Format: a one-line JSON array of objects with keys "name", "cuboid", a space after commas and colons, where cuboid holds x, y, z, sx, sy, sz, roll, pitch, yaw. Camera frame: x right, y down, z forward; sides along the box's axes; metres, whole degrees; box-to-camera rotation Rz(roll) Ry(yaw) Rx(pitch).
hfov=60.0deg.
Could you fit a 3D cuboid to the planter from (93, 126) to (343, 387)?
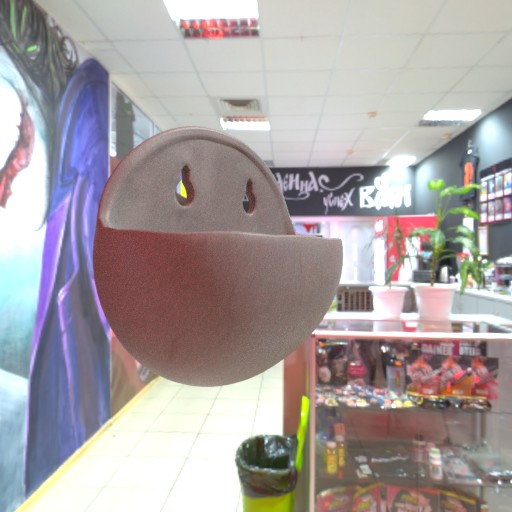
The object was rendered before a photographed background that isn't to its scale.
[{"name": "planter", "cuboid": [0.000, 0.000, 0.273, 0.073, 0.164, 0.190, 0, 0, 37]}]
